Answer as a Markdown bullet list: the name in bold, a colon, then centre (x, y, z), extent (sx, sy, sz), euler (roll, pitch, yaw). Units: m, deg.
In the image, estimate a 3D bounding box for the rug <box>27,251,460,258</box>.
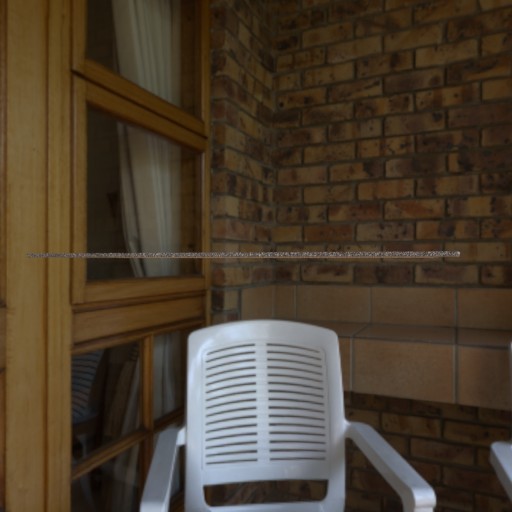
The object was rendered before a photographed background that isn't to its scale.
- **rug**: centre (0.000, 0.000, 3.442), extent (2.699, 0.026, 1.802), euler (0, 0, 18)
